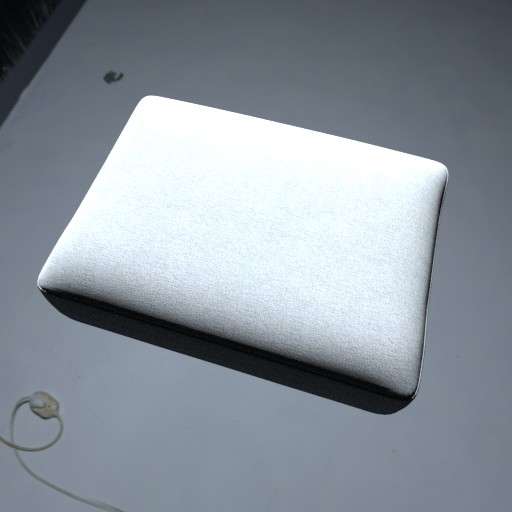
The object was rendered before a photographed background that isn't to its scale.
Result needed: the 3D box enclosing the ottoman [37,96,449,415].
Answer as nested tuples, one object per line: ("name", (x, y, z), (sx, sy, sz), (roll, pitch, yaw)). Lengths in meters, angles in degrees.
("ottoman", (0.000, 0.000, 1.048), (0.749, 0.428, 0.549), (15, 65, 7))
